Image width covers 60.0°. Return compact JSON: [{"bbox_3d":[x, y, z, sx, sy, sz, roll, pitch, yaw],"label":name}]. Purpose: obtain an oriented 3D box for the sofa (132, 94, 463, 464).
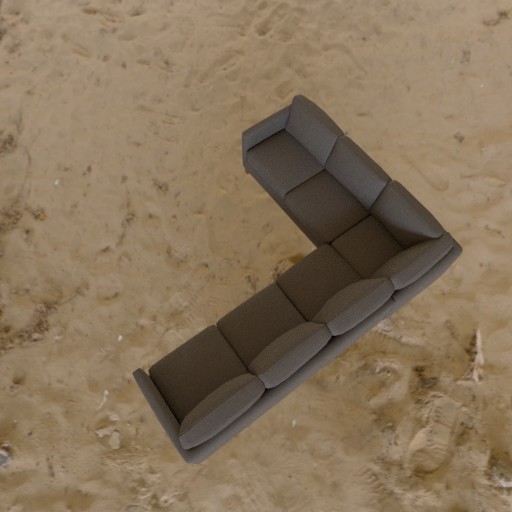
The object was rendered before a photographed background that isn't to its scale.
[{"bbox_3d":[0.000,0.000,4.639,3.302,0.947,2.593,-34,68,-15],"label":"sofa"}]
